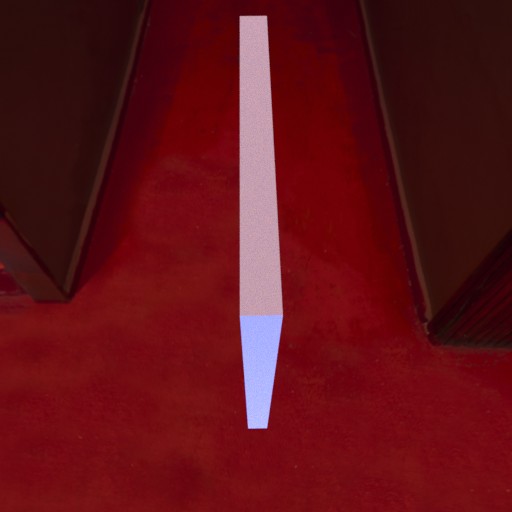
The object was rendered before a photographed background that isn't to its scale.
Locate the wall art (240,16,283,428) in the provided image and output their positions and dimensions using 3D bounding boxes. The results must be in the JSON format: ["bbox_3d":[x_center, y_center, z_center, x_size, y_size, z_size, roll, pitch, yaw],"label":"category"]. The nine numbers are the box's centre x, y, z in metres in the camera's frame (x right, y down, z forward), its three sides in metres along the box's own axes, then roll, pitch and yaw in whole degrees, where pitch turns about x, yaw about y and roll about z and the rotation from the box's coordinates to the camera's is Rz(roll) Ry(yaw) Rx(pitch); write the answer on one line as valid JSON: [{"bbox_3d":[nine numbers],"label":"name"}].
[{"bbox_3d":[0.000,0.000,0.741,0.039,0.553,0.451,-1,59,-1],"label":"wall art"}]
